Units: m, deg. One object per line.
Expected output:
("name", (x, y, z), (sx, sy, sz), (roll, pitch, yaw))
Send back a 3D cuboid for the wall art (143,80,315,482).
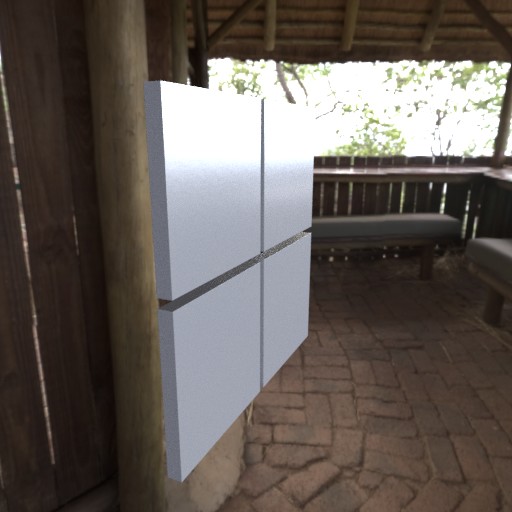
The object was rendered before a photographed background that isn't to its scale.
("wall art", (0.000, 0.000, 0.912), (0.029, 0.611, 0.611), (7, 17, 25))
